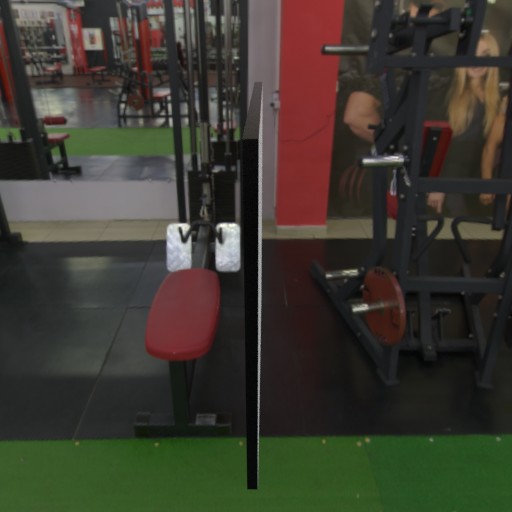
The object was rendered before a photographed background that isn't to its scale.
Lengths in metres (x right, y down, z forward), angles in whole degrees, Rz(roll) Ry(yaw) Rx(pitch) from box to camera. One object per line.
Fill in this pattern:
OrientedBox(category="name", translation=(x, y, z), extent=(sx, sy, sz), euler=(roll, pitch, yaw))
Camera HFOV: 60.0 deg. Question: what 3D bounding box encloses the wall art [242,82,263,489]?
OrientedBox(category="wall art", translation=(0.000, 0.000, 0.665), extent=(0.014, 0.445, 0.446), euler=(1, 27, 1))
